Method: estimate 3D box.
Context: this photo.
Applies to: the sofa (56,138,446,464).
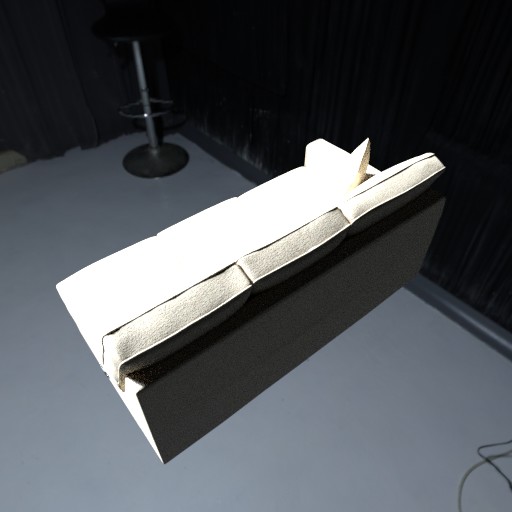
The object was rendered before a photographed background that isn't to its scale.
[{"bbox_3d":[0.000,0.000,2.505,1.962,0.946,1.034,-30,52,-26],"label":"sofa"}]
